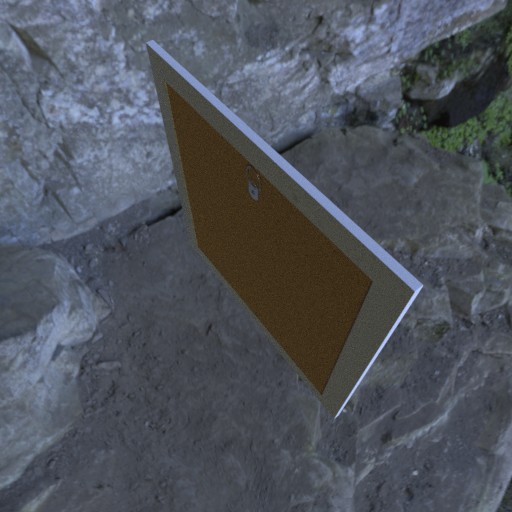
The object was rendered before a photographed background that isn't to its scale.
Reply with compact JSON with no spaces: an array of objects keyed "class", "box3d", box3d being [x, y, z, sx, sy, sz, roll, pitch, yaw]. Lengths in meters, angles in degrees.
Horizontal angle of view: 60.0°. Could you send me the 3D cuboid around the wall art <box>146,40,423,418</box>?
[{"class":"wall art","box3d":[0.000,0.000,0.836,0.015,0.577,0.572,-33,63,-19]}]
